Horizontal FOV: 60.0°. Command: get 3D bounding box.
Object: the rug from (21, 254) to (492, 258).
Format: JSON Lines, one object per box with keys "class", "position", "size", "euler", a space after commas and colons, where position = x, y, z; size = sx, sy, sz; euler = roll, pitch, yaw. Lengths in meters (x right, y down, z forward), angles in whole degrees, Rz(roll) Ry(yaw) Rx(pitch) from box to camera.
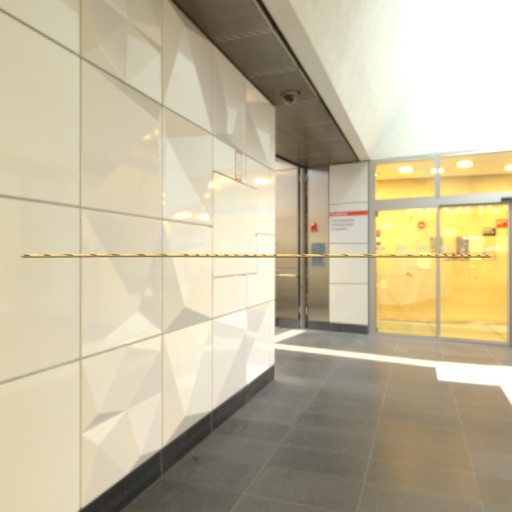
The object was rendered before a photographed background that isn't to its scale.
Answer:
{"class": "rug", "position": [0.000, 0.000, 2.665], "size": [2.439, 0.020, 0.773], "euler": [0, 0, 0]}
